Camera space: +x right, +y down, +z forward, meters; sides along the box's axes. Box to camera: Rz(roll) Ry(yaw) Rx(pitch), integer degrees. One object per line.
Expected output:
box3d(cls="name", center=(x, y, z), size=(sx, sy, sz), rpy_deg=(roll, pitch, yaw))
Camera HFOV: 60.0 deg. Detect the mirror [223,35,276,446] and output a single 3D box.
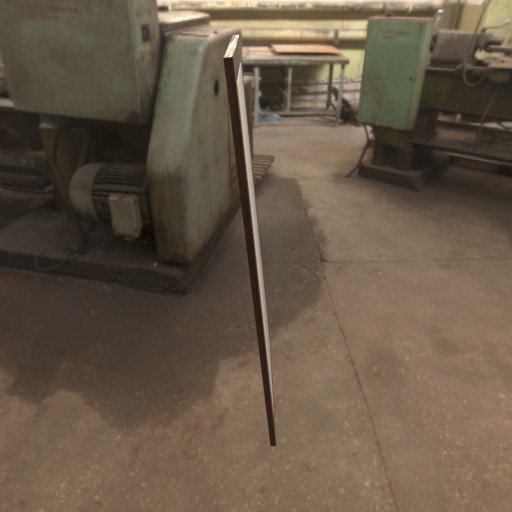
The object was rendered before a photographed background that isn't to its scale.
box3d(cls="mirror", center=(0.000, 0.000, 2.327), size=(0.221, 2.020, 0.812), rpy_deg=(0, 31, 0))
